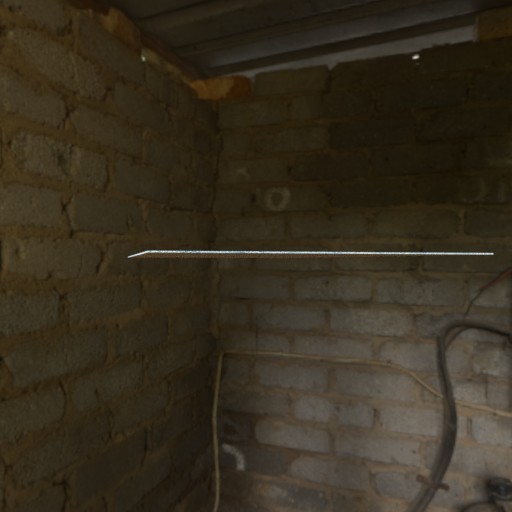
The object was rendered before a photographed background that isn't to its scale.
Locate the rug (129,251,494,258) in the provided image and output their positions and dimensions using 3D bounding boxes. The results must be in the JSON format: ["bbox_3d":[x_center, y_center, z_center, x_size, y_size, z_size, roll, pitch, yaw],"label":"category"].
[{"bbox_3d":[0.000,0.000,2.858,1.522,0.006,2.286,0,-1,-18],"label":"rug"}]
